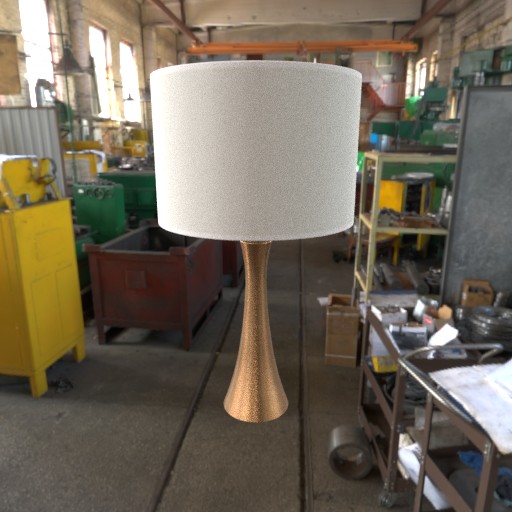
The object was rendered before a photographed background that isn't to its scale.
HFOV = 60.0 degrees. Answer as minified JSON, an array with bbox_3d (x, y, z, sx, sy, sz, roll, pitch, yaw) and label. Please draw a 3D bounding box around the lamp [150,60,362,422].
[{"bbox_3d":[0.000,0.000,0.637,0.268,0.479,0.268,-8,17,-27],"label":"lamp"}]
